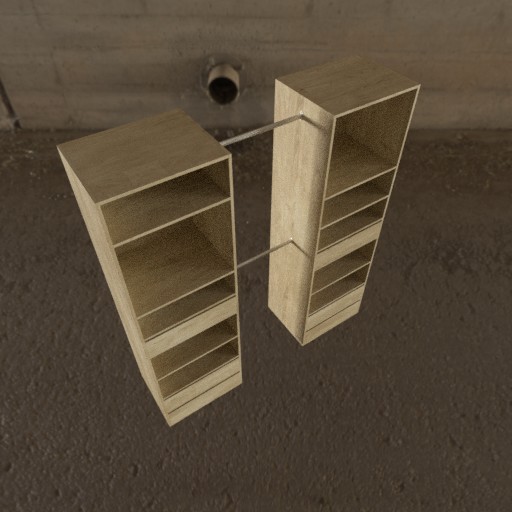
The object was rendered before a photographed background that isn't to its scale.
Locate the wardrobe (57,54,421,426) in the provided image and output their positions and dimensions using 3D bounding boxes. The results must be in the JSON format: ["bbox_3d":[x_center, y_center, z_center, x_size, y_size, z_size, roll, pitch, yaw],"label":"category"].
[{"bbox_3d":[0.000,0.000,2.853,1.770,2.000,0.480,-26,51,-23],"label":"wardrobe"}]
